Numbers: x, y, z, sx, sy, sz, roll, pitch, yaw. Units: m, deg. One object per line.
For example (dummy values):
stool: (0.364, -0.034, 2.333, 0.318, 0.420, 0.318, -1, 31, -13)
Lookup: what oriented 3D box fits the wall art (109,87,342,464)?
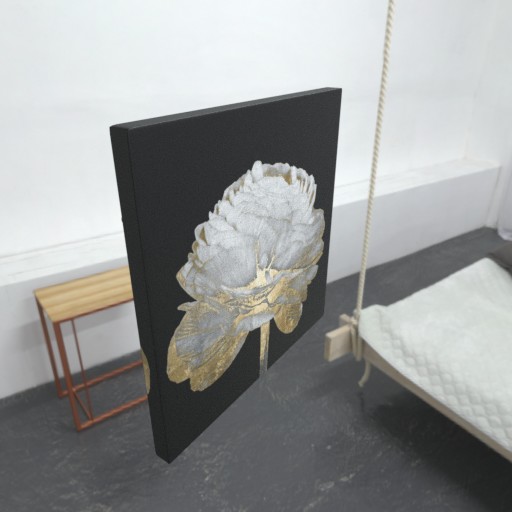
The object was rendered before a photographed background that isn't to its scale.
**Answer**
wall art: (0.000, 0.000, 0.920, 0.043, 0.611, 0.610, 18, 31, 32)
